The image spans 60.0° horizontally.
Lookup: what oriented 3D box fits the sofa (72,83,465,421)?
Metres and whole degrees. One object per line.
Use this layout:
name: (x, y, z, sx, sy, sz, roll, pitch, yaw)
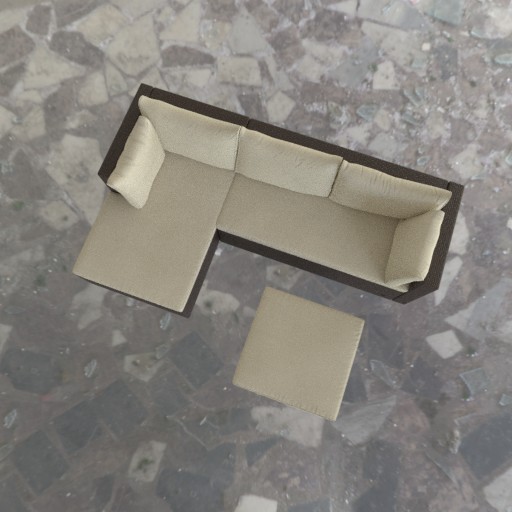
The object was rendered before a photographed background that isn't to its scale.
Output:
sofa: (0.000, 0.000, 2.889, 2.192, 0.766, 1.612, 19, 76, 5)
